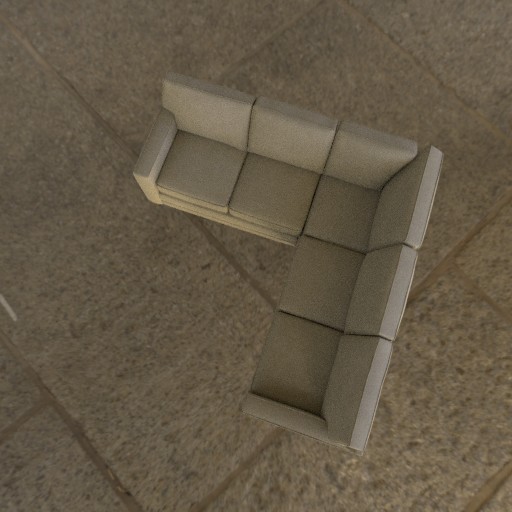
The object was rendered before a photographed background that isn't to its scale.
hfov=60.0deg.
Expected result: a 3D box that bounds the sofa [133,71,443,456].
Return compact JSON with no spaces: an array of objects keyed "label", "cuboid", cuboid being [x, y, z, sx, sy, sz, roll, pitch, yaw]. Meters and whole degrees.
[{"label":"sofa","cuboid":[0.000,0.000,3.371,2.188,0.936,2.211,18,76,4]}]
